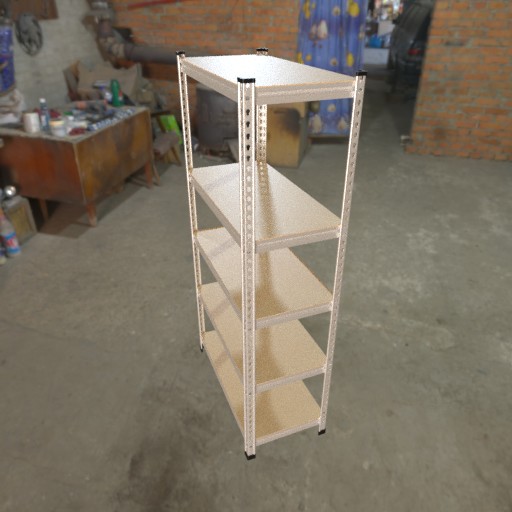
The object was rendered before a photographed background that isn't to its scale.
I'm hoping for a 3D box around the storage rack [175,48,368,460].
[{"bbox_3d":[0.000,0.000,2.246,0.457,1.829,0.914,-11,32,-19],"label":"storage rack"}]
